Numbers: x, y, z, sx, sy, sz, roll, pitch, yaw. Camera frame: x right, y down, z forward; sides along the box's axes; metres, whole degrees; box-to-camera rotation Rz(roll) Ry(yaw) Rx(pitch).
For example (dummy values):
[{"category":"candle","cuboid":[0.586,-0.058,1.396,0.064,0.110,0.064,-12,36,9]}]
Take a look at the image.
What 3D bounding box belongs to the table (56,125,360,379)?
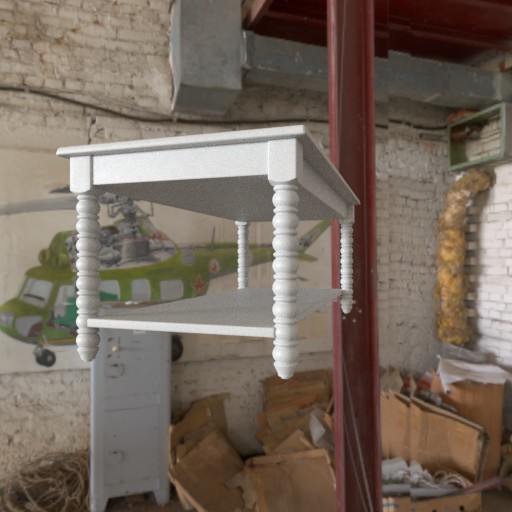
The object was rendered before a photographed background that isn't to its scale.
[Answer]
[{"category":"table","cuboid":[0.000,0.000,1.464,0.580,0.487,1.171,0,0,18]}]
